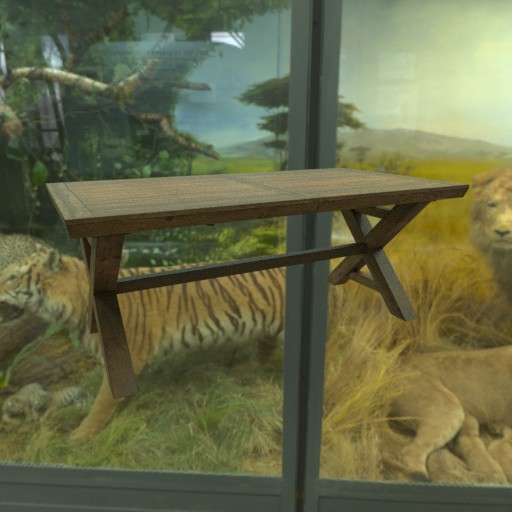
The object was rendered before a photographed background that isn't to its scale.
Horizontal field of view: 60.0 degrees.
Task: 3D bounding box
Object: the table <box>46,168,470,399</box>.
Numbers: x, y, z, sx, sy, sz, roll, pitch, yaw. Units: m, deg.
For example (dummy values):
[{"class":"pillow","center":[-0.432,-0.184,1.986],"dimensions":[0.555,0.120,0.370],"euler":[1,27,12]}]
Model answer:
[{"class":"table","center":[0.000,0.000,2.451],"dimensions":[1.966,0.793,1.071],"euler":[-8,18,-26]}]
